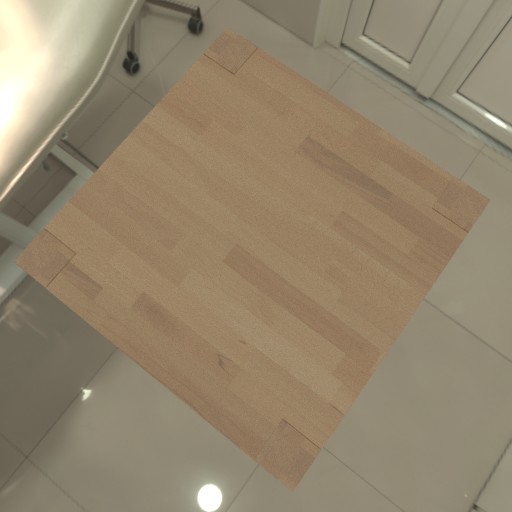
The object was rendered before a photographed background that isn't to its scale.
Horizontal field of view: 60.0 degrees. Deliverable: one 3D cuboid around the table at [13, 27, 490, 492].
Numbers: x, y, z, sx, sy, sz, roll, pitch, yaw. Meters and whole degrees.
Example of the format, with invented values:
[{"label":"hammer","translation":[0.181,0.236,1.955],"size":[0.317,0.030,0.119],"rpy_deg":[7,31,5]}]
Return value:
[{"label":"table","translation":[0.000,0.000,1.129],"size":[0.700,0.451,0.700],"rpy_deg":[37,79,8]}]
